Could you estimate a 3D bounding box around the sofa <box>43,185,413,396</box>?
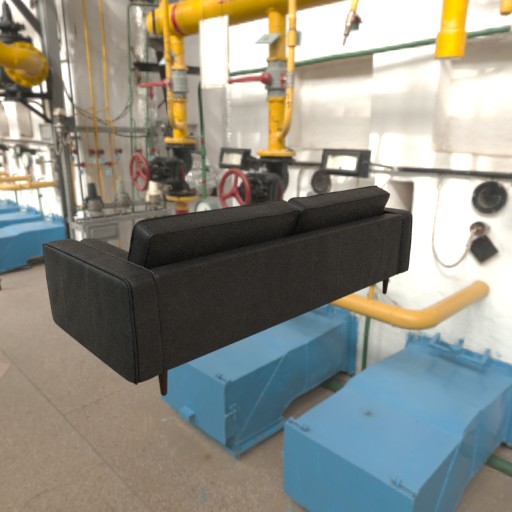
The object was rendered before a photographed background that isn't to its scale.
[{"bbox_3d":[0.000,0.000,2.704,2.210,0.762,0.914,-14,21,-42],"label":"sofa"}]
